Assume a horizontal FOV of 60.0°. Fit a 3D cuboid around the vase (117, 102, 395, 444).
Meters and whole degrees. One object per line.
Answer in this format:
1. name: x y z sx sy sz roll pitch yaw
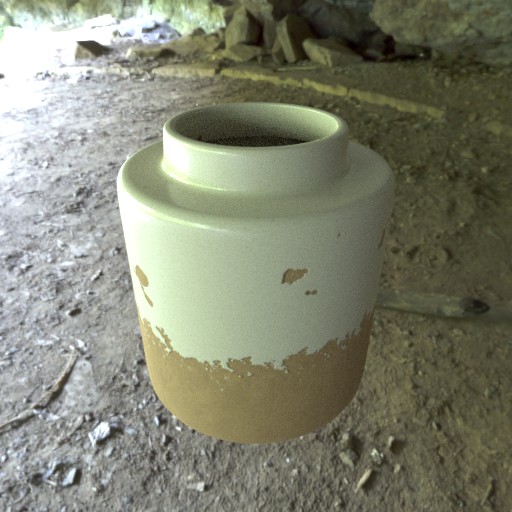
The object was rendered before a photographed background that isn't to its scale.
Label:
1. vase: 0.000 0.000 0.279 0.153 0.167 0.153 0 31 0
